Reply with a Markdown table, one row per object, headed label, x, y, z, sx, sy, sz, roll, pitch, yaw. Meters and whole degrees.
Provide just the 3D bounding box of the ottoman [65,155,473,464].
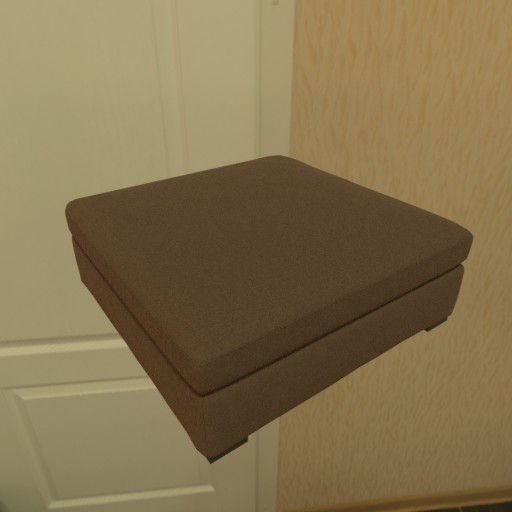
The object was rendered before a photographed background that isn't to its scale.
| label | x | y | z | sx | sy | sz | roll | pitch | yaw |
| --- | --- | --- | --- | --- | --- | --- | --- | --- | --- |
| ottoman | 0.000 | 0.000 | 1.819 | 1.181 | 0.470 | 1.181 | -20 | 35 | -30 |
